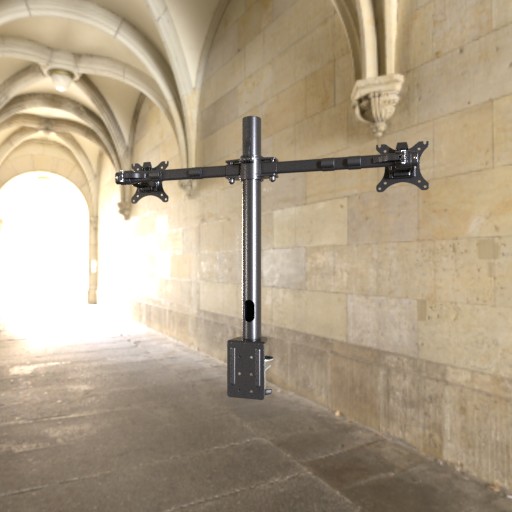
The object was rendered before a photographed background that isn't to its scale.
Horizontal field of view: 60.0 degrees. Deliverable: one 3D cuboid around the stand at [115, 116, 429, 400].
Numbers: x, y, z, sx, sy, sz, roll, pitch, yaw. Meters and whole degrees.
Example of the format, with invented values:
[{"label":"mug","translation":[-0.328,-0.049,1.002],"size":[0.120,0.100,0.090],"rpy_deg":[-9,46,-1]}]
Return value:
[{"label":"stand","translation":[0.000,0.000,1.001],"size":[0.743,0.603,0.150],"rpy_deg":[0,-1,17]}]
